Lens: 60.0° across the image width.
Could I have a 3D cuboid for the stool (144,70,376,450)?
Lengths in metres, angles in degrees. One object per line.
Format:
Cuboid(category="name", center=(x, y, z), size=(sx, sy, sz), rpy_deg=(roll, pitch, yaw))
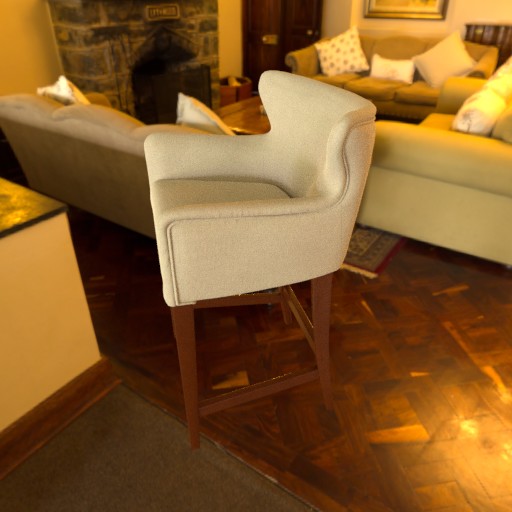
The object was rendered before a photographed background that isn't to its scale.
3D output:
Cuboid(category="stool", center=(0.000, 0.000, 1.334), size=(0.570, 0.951, 0.601), rpy_deg=(-8, 32, -12))
